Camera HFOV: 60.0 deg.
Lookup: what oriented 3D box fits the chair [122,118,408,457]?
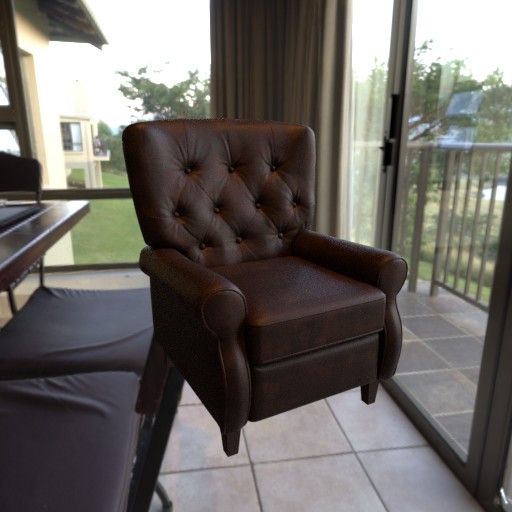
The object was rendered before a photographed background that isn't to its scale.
[{"bbox_3d":[0.000,0.000,1.920,0.948,1.158,1.058,-8,18,-27],"label":"chair"}]
